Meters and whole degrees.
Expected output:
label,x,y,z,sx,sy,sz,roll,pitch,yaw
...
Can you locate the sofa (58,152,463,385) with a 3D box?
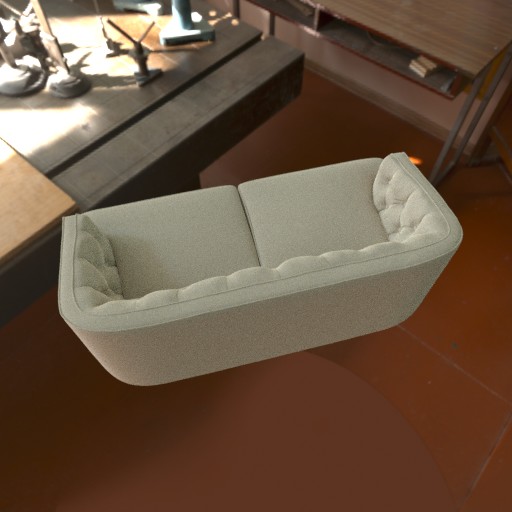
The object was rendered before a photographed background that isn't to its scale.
label,x,y,z,sx,sy,sz,roll,pitch,yaw
sofa,0.000,0.000,2.257,1.733,0.855,0.941,-12,58,-8
